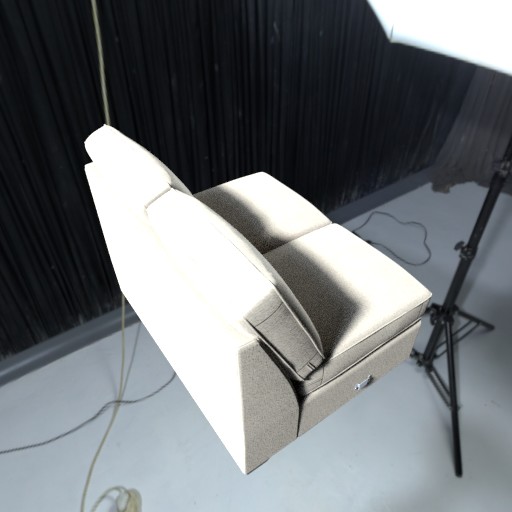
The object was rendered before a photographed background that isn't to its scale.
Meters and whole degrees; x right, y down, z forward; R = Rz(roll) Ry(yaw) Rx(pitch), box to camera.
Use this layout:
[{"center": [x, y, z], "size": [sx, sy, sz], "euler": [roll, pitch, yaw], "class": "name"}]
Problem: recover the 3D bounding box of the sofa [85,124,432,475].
[{"center": [0.000, 0.000, 1.977], "size": [0.978, 1.006, 1.232], "euler": [-25, 46, -26], "class": "sofa"}]
